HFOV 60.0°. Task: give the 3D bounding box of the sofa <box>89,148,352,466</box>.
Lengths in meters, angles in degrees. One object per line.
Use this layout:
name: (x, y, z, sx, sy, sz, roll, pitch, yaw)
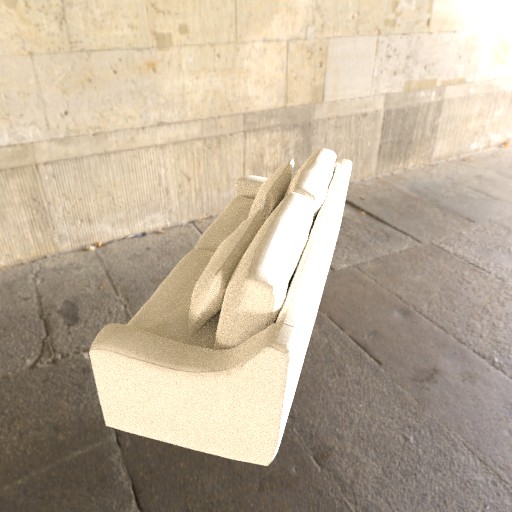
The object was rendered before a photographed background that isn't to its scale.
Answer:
sofa: (0.000, 0.000, 3.050, 1.009, 1.022, 2.470, 8, 32, 14)
